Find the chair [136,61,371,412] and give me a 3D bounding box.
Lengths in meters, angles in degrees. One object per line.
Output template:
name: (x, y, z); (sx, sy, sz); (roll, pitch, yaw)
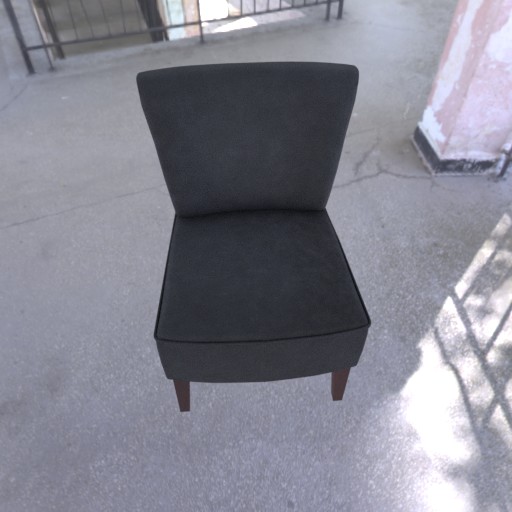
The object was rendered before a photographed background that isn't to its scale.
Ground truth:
chair: (0.000, 0.000, 1.172); (0.521, 0.806, 0.554); (-3, 47, -3)
